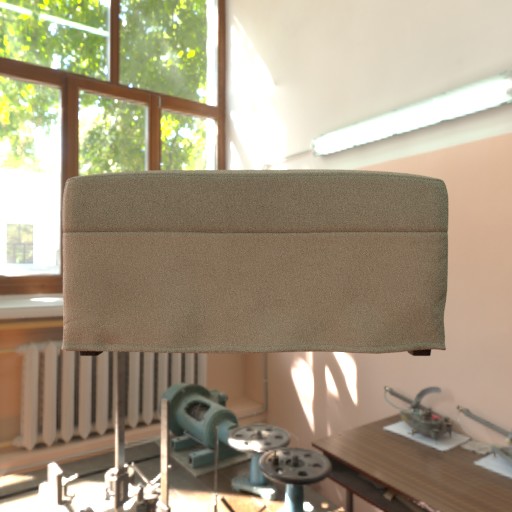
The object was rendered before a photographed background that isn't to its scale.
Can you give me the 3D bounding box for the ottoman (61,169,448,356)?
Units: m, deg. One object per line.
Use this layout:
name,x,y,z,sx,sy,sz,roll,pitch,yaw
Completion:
ottoman,0.000,0.000,1.336,0.842,0.441,0.843,0,-1,0
